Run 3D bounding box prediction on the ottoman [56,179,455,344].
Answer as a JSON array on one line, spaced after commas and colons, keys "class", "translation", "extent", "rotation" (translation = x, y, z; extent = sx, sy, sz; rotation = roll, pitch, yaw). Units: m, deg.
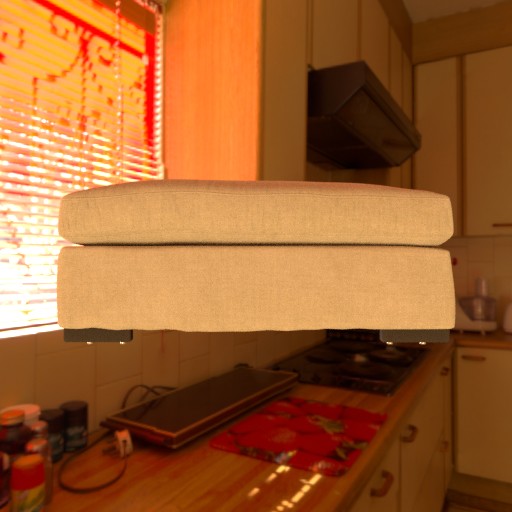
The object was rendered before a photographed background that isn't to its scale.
[{"class": "ottoman", "translation": [0.000, 0.000, 1.832], "extent": [1.171, 0.517, 1.203], "rotation": [0, -1, 0]}]
